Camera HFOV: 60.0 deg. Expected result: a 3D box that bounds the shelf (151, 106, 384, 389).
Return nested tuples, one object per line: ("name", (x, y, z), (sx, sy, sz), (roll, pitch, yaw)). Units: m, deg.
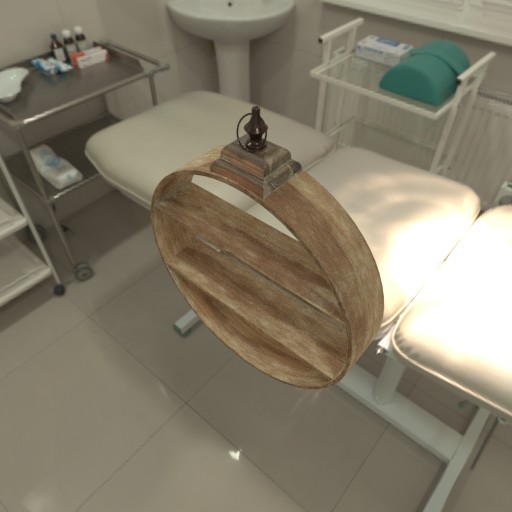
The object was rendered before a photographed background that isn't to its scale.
("shelf", (0.000, 0.000, 1.011), (0.601, 0.725, 0.125), (31, 53, 27))
